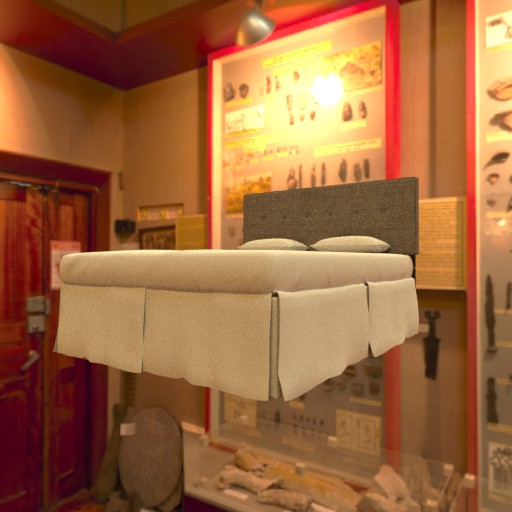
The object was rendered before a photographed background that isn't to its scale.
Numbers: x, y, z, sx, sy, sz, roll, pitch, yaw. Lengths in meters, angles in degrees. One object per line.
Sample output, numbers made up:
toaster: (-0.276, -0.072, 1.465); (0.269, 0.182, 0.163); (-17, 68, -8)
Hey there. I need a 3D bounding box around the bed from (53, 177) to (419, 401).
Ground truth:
bed: (0.000, 0.000, 2.939); (1.621, 1.168, 1.958); (0, -1, 35)
